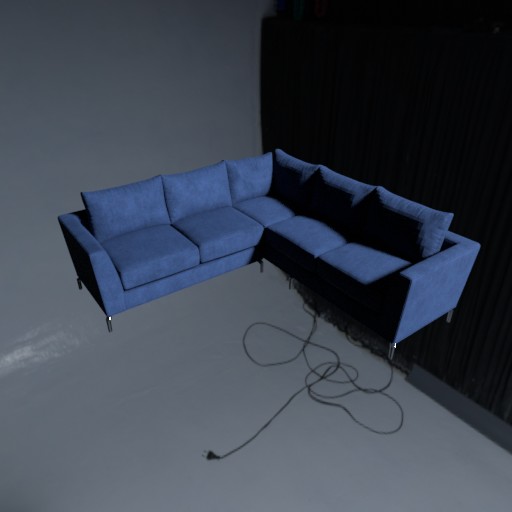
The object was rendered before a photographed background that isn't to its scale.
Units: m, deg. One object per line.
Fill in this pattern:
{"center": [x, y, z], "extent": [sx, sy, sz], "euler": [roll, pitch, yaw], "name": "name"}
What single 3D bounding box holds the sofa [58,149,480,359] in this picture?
{"center": [0.000, 0.000, 3.733], "extent": [2.472, 0.988, 2.463], "euler": [-20, 35, -31], "name": "sofa"}
